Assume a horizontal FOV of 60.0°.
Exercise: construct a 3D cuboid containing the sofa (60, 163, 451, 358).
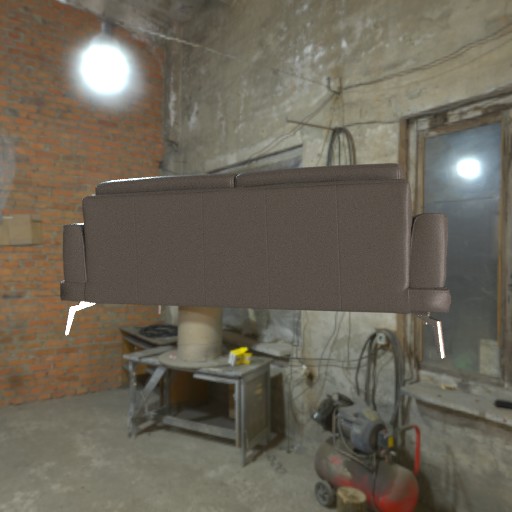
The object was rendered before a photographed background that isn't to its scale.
[{"bbox_3d":[0.000,0.000,2.800,2.177,0.930,1.121,0,-1,17],"label":"sofa"}]
